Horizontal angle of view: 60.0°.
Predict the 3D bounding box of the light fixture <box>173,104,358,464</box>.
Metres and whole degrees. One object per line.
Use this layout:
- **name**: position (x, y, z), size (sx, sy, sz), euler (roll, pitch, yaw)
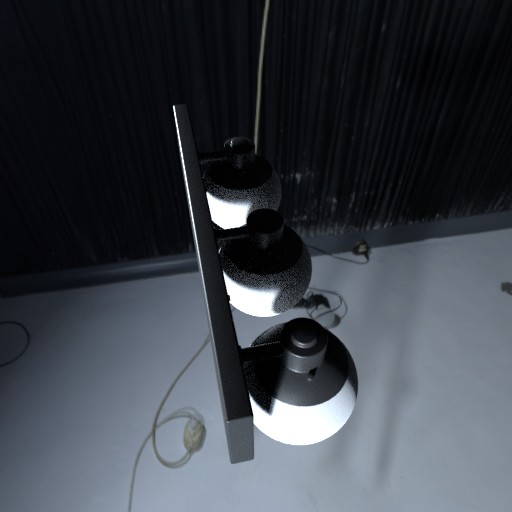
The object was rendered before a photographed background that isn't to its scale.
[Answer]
- **light fixture**: position (0.000, 0.000, 0.835), size (0.218, 0.263, 0.721), euler (-9, 47, -8)
